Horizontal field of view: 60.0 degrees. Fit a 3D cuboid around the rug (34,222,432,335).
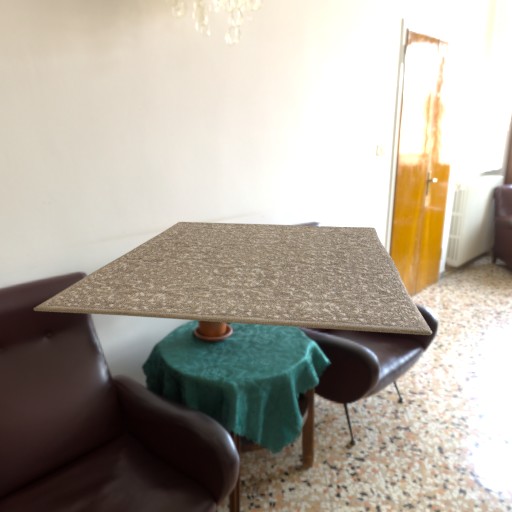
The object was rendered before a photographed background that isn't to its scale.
[{"bbox_3d":[0.000,0.000,4.119,2.472,0.035,3.017,2,15,8],"label":"rug"}]
